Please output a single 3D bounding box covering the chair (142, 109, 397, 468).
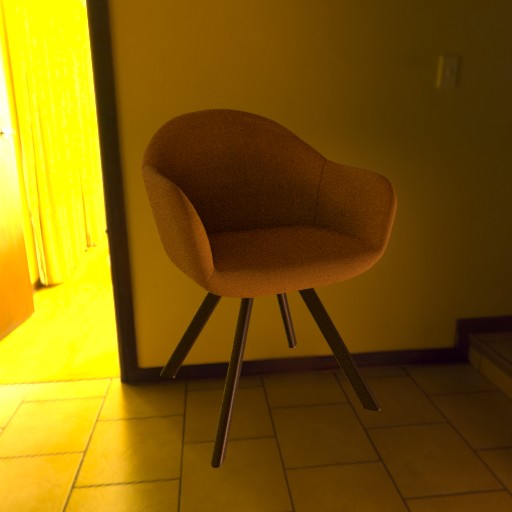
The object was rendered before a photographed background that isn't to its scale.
[{"bbox_3d":[0.000,0.000,1.231,0.590,0.795,0.550,-8,17,-26],"label":"chair"}]
